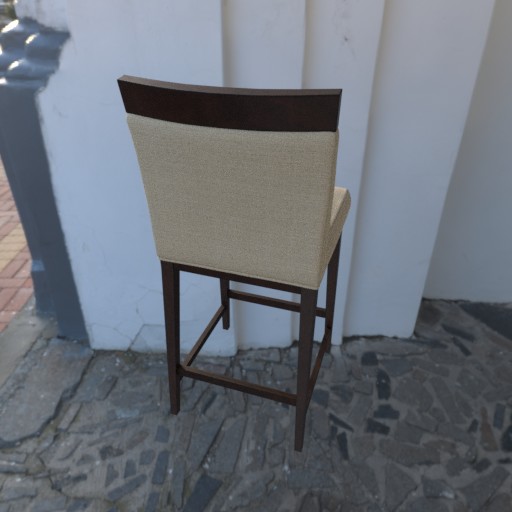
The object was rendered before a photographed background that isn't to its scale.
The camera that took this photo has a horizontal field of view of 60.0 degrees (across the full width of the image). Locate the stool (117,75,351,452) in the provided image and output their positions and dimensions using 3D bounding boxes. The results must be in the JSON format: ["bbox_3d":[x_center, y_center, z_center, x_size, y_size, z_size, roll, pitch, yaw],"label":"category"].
[{"bbox_3d":[0.000,0.000,1.410,0.511,1.117,0.531,10,33,16],"label":"stool"}]
